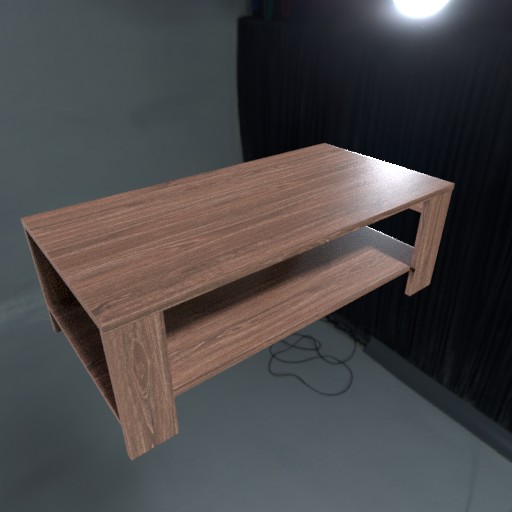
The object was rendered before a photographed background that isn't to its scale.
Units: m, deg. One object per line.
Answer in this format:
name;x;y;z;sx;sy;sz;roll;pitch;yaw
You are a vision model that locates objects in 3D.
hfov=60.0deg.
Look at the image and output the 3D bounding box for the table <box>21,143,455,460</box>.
table;0.000;0.000;1.453;1.200;0.400;0.600;-21;36;-32
